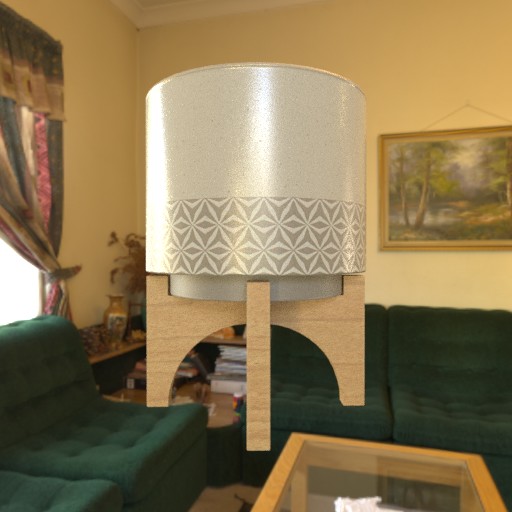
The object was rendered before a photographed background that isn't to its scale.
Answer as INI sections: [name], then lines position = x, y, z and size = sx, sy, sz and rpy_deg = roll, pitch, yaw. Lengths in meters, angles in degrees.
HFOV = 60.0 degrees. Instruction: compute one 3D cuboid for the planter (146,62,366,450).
[planter]
position = 0.000, 0.000, 0.514
size = 0.249, 0.343, 0.249
rpy_deg = 0, 0, 0
